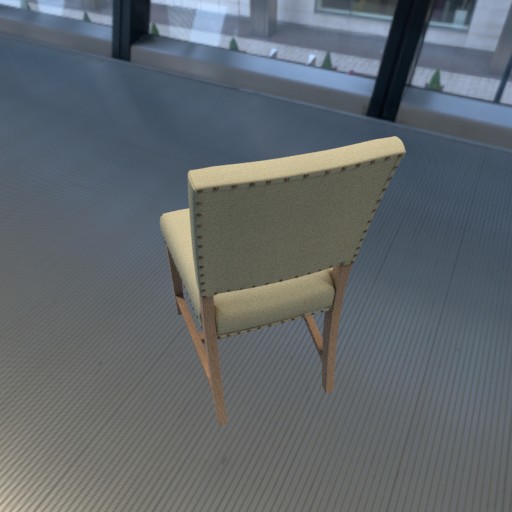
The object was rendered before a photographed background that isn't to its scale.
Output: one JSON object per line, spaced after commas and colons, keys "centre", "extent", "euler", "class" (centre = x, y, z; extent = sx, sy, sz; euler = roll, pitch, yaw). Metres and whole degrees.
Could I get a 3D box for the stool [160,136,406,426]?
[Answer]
{"centre": [0.000, 0.000, 1.360], "extent": [0.508, 0.986, 0.623], "euler": [-12, 44, -13], "class": "stool"}
